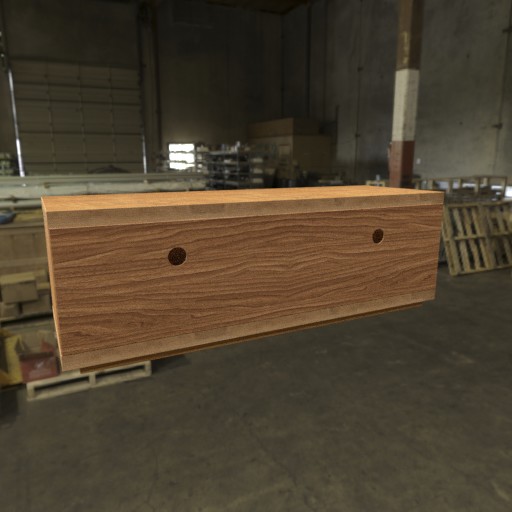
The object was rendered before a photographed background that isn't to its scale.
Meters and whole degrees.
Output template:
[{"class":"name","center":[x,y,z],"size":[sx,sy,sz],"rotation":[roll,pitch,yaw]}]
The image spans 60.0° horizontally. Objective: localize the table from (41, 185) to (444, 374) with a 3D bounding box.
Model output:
[{"class":"table","center":[0.000,0.000,1.776],"size":[1.499,0.491,0.499],"rotation":[-6,14,-26]}]
